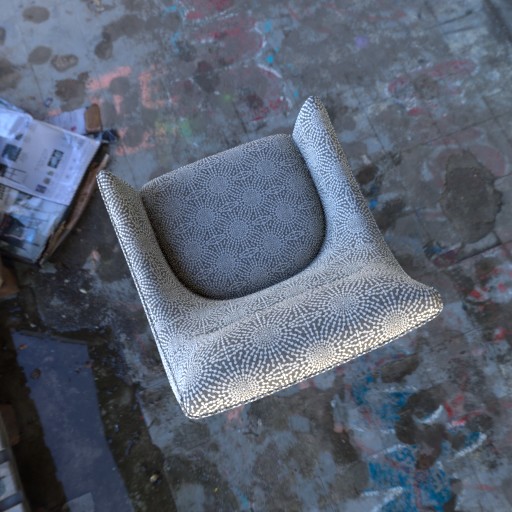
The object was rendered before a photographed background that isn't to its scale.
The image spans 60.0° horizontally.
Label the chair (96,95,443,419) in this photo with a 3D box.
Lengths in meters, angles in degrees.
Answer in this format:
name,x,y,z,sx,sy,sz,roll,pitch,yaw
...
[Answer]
name,x,y,z,sx,sy,sz,roll,pitch,yaw
chair,0.000,0.000,1.438,0.762,0.838,0.787,-22,76,-6
